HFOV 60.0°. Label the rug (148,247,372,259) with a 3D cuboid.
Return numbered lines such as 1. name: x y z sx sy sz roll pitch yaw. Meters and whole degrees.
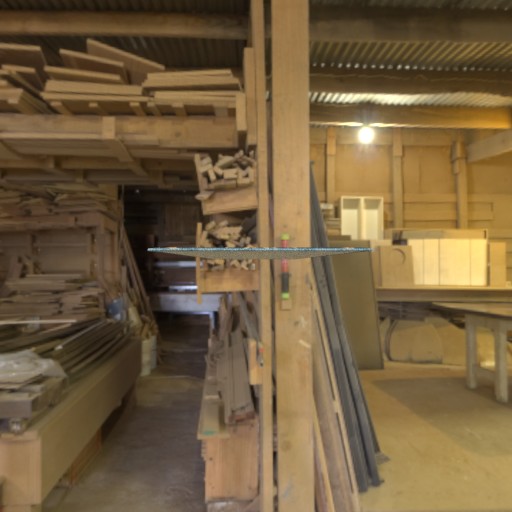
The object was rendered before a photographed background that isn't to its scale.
1. rug: 0.000 0.000 2.492 0.685 0.014 2.292 0 -1 -1
